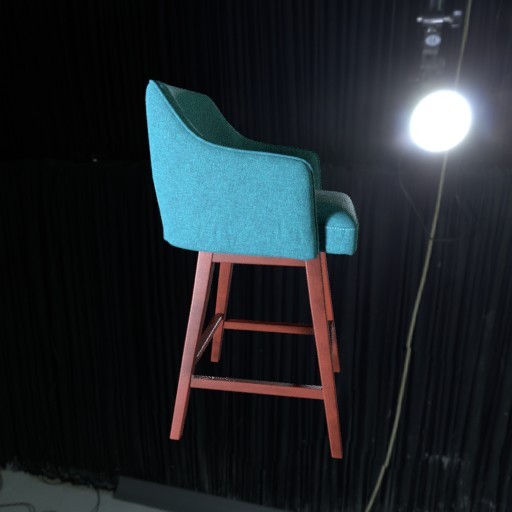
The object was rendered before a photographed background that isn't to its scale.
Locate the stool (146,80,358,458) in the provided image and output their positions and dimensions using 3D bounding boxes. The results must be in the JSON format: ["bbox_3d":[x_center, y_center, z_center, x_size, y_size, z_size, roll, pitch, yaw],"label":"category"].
[{"bbox_3d":[0.000,0.000,1.313,0.556,0.961,0.548,3,16,9],"label":"stool"}]
